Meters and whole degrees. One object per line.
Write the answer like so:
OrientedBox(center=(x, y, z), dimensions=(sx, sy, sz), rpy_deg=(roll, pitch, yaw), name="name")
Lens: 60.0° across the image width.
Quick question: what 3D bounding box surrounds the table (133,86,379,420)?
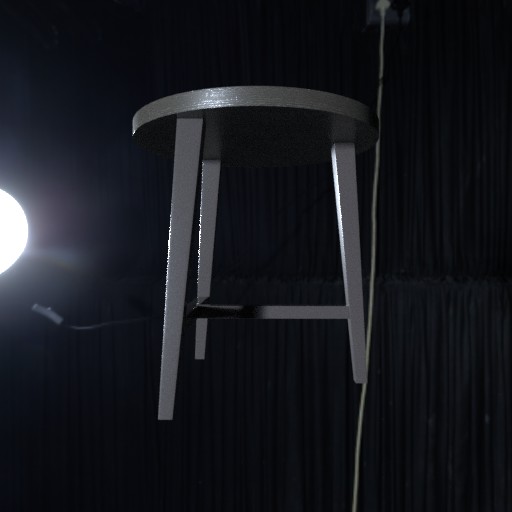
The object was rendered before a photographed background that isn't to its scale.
OrientedBox(center=(0.000, 0.000, 0.936), dimensions=(0.500, 0.531, 0.500), rpy_deg=(0, 0, 0), name="table")
